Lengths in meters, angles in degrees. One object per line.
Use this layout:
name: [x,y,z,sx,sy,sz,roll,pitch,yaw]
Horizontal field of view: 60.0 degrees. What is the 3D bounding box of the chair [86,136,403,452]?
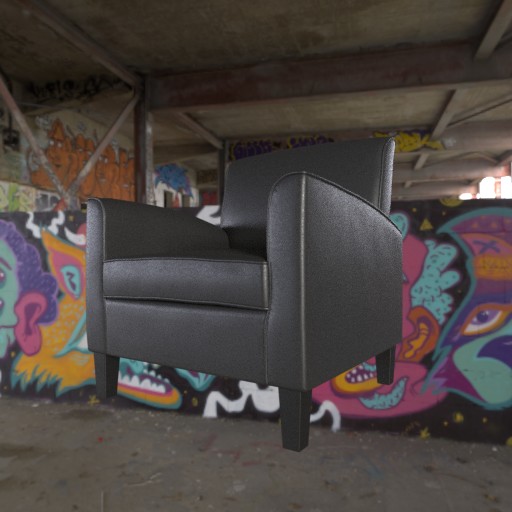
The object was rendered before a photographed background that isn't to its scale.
chair: [0.000,0.000,1.544,0.820,0.916,0.819,0,-1,34]
